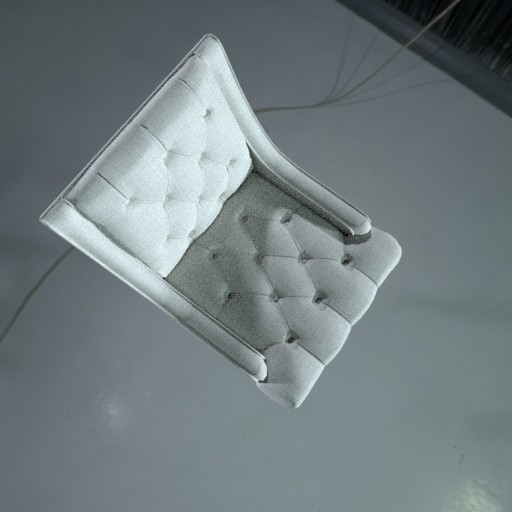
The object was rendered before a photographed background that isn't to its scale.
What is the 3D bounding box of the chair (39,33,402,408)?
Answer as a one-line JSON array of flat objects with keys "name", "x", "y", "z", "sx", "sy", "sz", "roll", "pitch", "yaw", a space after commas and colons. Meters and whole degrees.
[{"name": "chair", "x": 0.000, "y": 0.000, "z": 1.427, "sx": 0.772, "sy": 0.891, "sz": 0.658, "roll": 36, "pitch": 78, "yaw": 9}]
